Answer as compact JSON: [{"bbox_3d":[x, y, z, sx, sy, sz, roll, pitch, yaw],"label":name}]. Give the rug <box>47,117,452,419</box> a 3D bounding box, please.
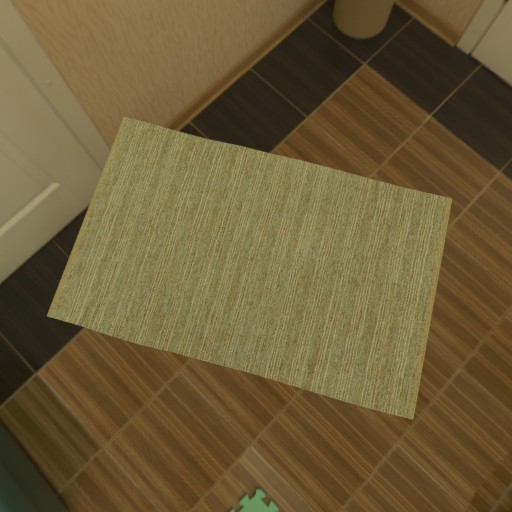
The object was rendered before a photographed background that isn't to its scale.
[{"bbox_3d":[0.000,0.000,3.023,2.448,0.012,1.540,15,76,4],"label":"rug"}]
